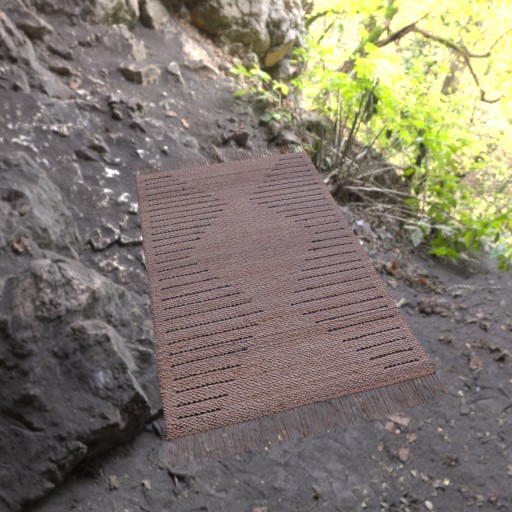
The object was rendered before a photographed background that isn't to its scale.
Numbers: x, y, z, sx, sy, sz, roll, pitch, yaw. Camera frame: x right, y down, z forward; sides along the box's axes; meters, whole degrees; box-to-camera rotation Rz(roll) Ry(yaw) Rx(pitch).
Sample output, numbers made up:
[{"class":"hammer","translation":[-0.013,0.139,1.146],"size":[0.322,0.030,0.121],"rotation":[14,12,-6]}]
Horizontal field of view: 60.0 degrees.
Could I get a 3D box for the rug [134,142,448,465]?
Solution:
[{"class":"rug","translation":[0.000,0.000,2.507],"size":[1.224,0.027,2.085],"rotation":[-11,48,-10]}]
